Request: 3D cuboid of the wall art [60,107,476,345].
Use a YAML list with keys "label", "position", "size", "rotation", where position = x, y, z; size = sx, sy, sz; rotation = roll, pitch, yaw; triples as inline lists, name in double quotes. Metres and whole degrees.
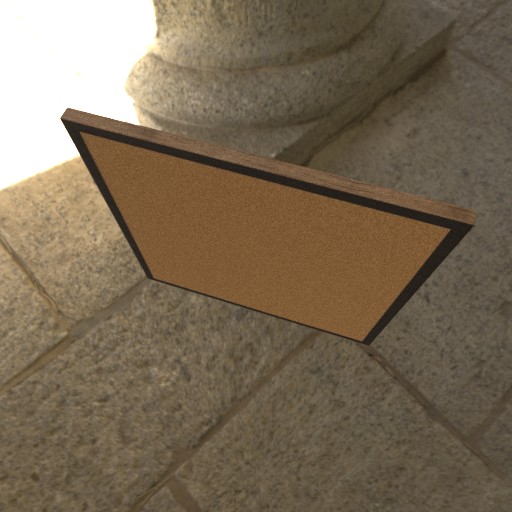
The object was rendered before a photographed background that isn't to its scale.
- label: "wall art"
  position: [0.000, 0.000, 1.025]
  size: [0.695, 0.691, 0.029]
  rotation: [16, 65, 8]
